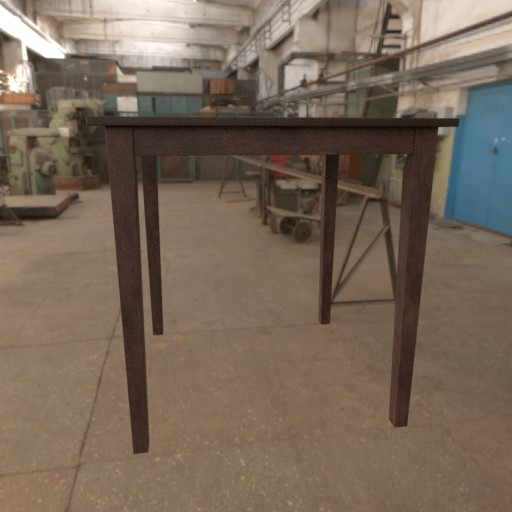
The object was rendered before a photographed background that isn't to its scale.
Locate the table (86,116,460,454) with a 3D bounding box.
[{"bbox_3d":[0.000,0.000,1.331,0.749,0.770,0.749,-2,15,-8],"label":"table"}]
